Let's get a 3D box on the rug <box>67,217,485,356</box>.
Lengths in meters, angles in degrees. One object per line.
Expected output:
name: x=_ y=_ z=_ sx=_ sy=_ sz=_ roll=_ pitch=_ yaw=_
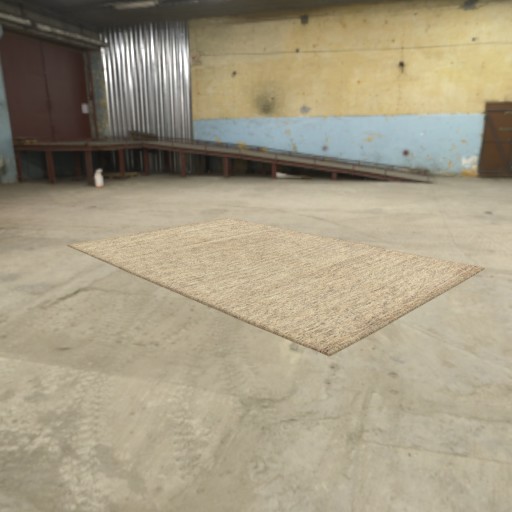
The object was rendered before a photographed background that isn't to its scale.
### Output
rug: x=0.000 y=0.000 z=2.290 sx=1.211 sy=0.018 sz=1.822 roll=-15 pitch=21 yaw=-43
